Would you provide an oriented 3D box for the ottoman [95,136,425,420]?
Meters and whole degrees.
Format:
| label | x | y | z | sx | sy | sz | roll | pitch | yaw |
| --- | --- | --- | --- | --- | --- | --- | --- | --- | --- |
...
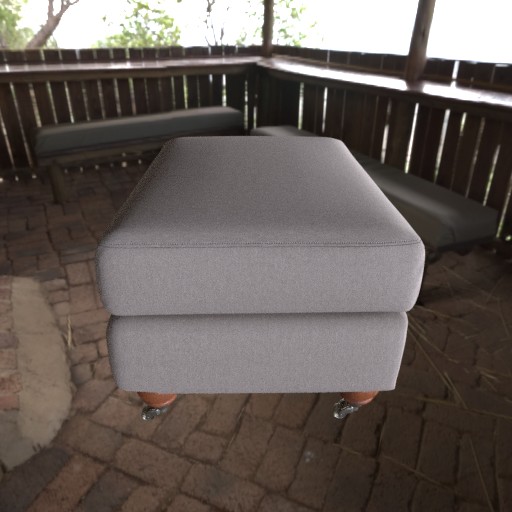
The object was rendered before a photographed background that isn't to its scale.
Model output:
| label | x | y | z | sx | sy | sz | roll | pitch | yaw |
| --- | --- | --- | --- | --- | --- | --- | --- | --- | --- |
| ottoman | 0.000 | 0.000 | 1.136 | 0.574 | 0.497 | 0.773 | 0 | 28 | -1 |
